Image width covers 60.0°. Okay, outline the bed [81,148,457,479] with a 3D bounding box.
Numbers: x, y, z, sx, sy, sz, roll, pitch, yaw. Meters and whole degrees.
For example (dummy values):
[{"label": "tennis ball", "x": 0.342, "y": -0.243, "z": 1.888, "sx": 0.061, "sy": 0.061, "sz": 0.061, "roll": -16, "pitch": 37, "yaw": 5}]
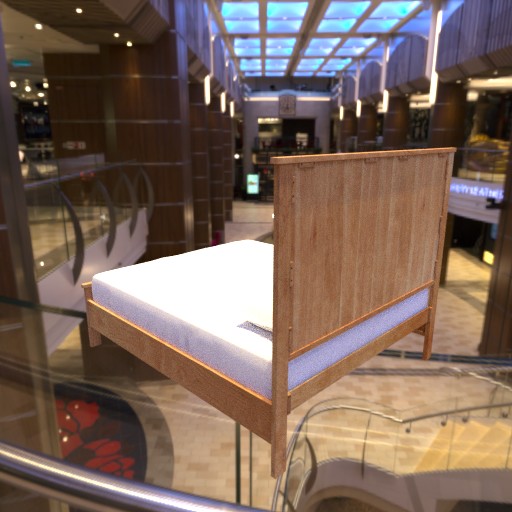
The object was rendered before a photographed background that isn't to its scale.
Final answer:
[{"label": "bed", "x": 0.000, "y": 0.000, "z": 4.074, "sx": 2.530, "sy": 1.938, "sz": 2.225, "roll": 15, "pitch": 21, "yaw": 43}]
